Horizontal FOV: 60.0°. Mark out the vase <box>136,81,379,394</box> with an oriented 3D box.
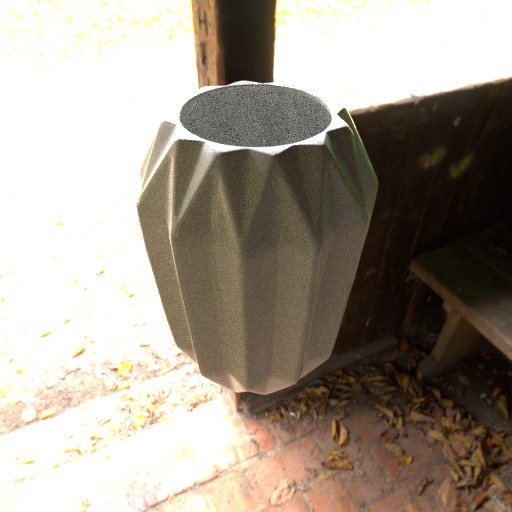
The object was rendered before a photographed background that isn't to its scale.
[{"bbox_3d":[0.000,0.000,0.409,0.195,0.275,0.195,0,41,0],"label":"vase"}]
